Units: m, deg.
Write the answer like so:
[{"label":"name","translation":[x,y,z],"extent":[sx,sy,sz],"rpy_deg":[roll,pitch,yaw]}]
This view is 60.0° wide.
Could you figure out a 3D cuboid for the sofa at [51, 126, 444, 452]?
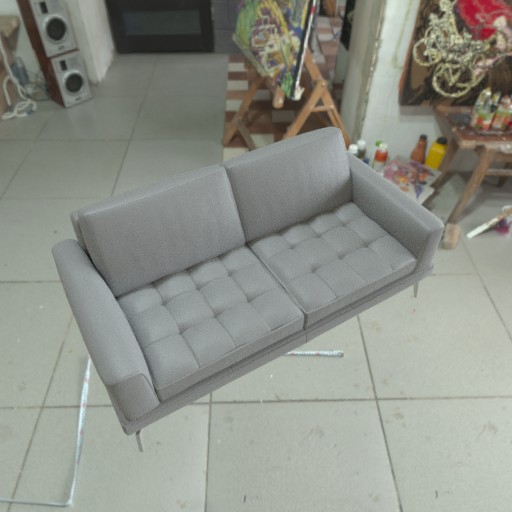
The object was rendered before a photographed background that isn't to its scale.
[{"label":"sofa","translation":[0.000,0.000,2.740],"extent":[2.177,0.930,1.121],"rpy_deg":[-23,50,-21]}]
